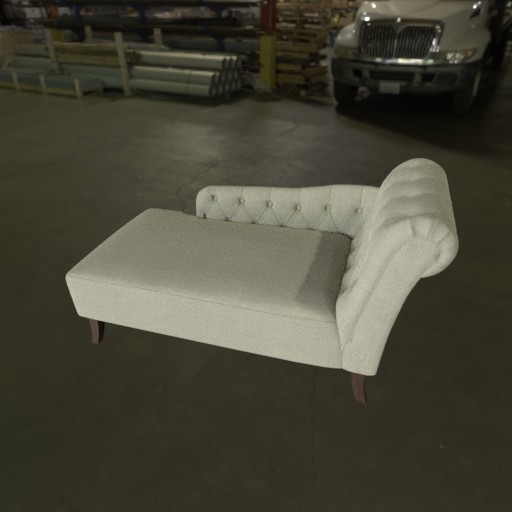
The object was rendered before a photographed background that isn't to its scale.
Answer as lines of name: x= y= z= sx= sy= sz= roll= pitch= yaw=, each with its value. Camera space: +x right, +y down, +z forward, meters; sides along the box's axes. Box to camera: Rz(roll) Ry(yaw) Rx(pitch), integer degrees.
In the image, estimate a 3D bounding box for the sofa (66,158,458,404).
sofa: x=0.000 y=0.000 z=1.825 sx=1.379 sy=0.787 sz=0.675 roll=9 pitch=32 yaw=15
